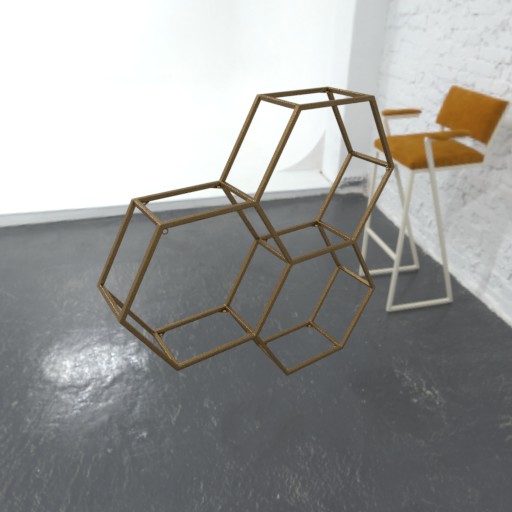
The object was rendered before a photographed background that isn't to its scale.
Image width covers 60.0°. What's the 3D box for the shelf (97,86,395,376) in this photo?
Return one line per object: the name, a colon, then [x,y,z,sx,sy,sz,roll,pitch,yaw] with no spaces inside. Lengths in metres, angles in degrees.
shelf: [0.000,0.000,1.052,0.708,0.701,0.150,-18,34,-28]
